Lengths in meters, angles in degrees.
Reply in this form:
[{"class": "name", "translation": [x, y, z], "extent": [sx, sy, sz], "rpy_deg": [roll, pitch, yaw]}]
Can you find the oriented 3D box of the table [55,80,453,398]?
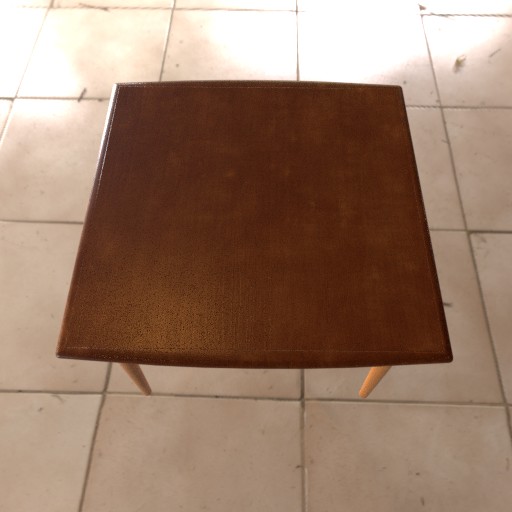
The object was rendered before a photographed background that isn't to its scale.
[{"class": "table", "translation": [0.000, 0.000, 1.638], "extent": [0.991, 0.754, 0.991], "rpy_deg": [1, 63, 0]}]
